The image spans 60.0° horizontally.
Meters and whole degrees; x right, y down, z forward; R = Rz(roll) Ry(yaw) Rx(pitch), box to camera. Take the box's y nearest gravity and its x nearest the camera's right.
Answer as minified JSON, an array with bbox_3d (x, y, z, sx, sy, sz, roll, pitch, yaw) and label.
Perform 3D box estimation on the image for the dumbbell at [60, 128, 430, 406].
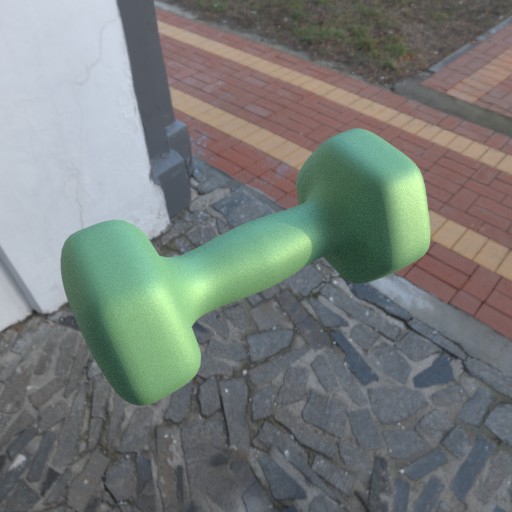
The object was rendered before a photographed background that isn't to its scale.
[{"bbox_3d":[0.000,0.000,0.328,0.260,0.117,0.129,-24,52,-20],"label":"dumbbell"}]
